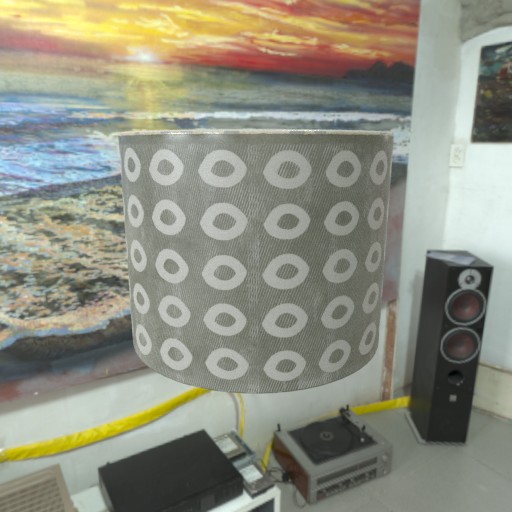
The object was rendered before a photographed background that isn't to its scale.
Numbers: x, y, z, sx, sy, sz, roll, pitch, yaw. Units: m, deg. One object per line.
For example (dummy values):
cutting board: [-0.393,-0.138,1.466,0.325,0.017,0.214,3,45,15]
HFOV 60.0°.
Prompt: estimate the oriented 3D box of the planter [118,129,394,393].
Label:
planter: [0.000,0.000,0.448,0.250,0.239,0.250,0,14,0]
